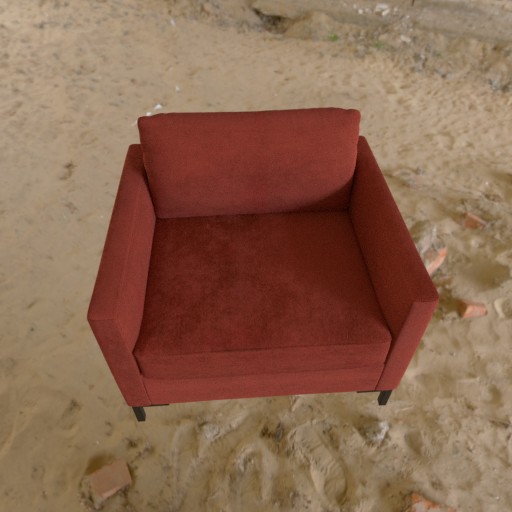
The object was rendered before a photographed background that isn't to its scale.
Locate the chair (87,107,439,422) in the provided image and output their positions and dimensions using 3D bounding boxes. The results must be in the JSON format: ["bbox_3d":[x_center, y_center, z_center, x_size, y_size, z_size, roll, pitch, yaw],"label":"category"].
[{"bbox_3d":[0.000,0.000,1.593,0.964,0.812,0.875,-3,46,-3],"label":"chair"}]
